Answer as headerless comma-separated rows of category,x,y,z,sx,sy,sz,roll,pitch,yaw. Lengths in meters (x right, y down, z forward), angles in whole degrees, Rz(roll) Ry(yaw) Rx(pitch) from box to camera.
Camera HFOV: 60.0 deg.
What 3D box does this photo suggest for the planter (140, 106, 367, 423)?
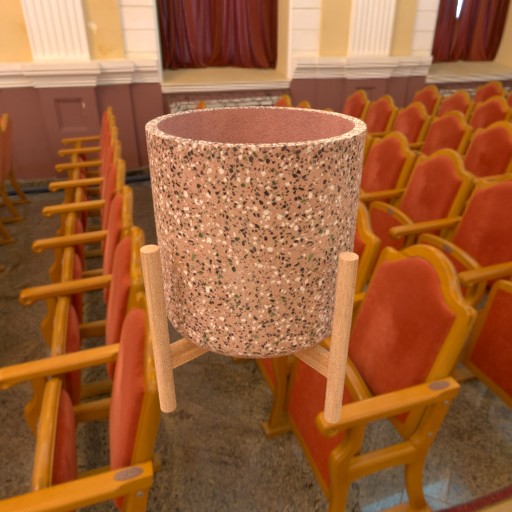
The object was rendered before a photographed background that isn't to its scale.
planter,0.000,0.000,0.714,0.360,0.419,0.360,-8,28,-16
